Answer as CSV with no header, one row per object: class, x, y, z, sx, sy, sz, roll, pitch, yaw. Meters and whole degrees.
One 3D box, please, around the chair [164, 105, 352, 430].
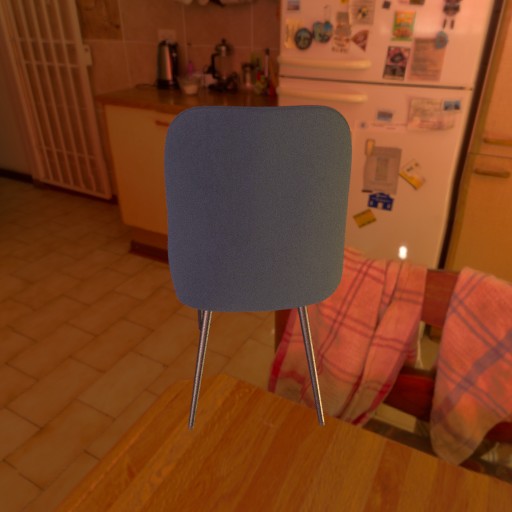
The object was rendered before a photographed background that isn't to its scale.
chair,0.000,0.000,1.214,0.478,0.896,0.559,-1,30,-2
